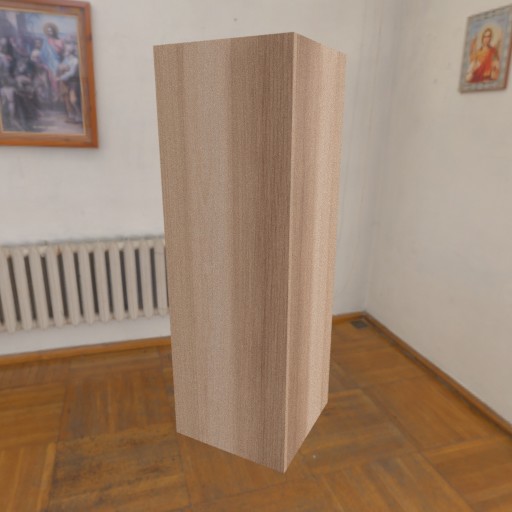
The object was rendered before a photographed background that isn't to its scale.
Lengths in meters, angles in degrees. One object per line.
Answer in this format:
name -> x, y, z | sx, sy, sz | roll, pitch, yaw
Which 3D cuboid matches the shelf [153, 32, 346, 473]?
shelf -> 0.000, 0.000, 1.026 | 0.290, 0.872, 0.290 | 9, 19, 26
